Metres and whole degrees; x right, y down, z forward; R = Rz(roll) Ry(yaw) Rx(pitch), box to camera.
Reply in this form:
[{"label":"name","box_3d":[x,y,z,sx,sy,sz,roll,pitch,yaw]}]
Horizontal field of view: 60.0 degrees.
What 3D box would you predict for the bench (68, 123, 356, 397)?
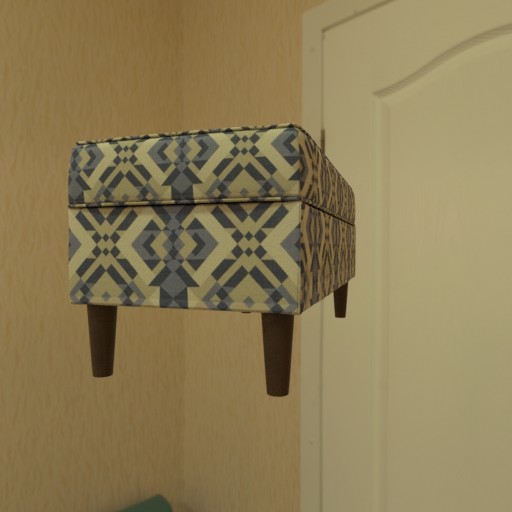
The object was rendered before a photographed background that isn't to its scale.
[{"label":"bench","box_3d":[0.000,0.000,1.289,0.492,0.477,1.016,0,1,18]}]
